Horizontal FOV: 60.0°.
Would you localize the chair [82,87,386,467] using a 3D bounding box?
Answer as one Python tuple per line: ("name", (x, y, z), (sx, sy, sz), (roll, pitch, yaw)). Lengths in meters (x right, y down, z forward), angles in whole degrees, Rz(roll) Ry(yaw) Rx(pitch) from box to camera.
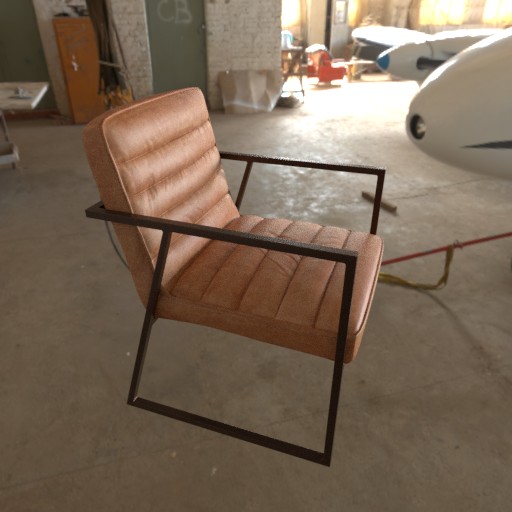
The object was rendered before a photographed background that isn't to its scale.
("chair", (0.000, 0.000, 1.260), (0.677, 0.832, 0.571), (10, 31, 17))
